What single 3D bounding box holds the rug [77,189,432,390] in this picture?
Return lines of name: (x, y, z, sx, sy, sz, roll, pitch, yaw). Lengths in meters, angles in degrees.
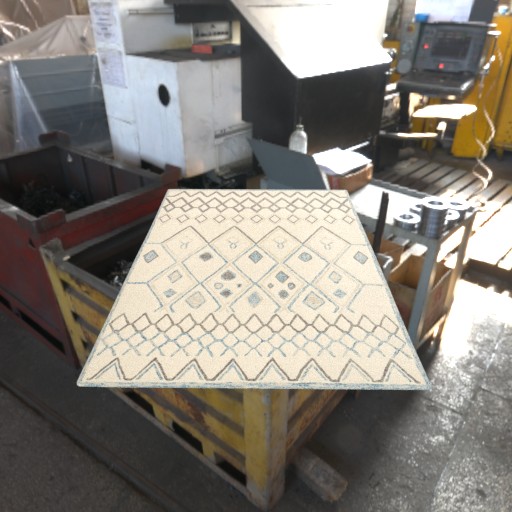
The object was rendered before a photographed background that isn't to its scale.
rug: (0.000, 0.000, 2.344, 1.260, 0.009, 1.820, 0, 31, 1)
